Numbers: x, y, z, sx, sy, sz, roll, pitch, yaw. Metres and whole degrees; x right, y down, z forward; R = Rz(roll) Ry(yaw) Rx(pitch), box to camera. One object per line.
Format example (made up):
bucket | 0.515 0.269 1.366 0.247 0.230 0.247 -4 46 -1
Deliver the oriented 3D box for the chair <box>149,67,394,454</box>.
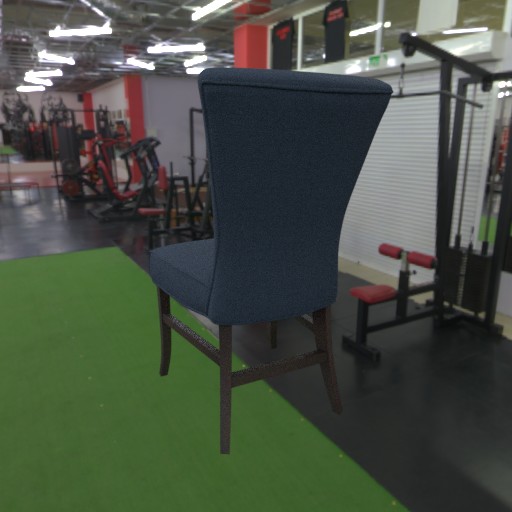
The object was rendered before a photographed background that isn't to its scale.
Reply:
chair | 0.000 0.000 1.359 0.520 0.991 0.660 -8 17 -26
